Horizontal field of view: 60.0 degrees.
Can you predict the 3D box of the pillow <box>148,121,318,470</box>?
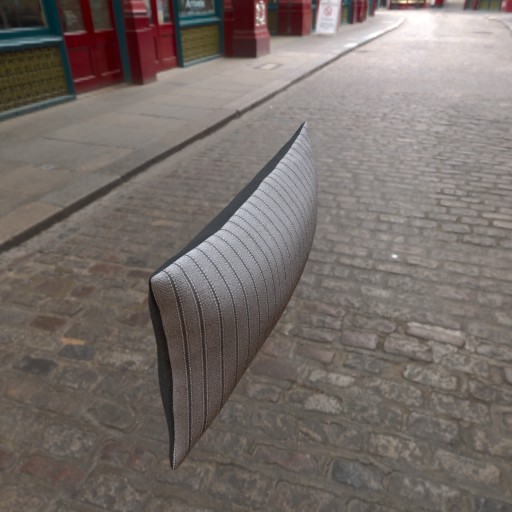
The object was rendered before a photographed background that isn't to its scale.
[{"bbox_3d":[0.000,0.000,0.733,0.151,0.305,0.609,10,31,17],"label":"pillow"}]
